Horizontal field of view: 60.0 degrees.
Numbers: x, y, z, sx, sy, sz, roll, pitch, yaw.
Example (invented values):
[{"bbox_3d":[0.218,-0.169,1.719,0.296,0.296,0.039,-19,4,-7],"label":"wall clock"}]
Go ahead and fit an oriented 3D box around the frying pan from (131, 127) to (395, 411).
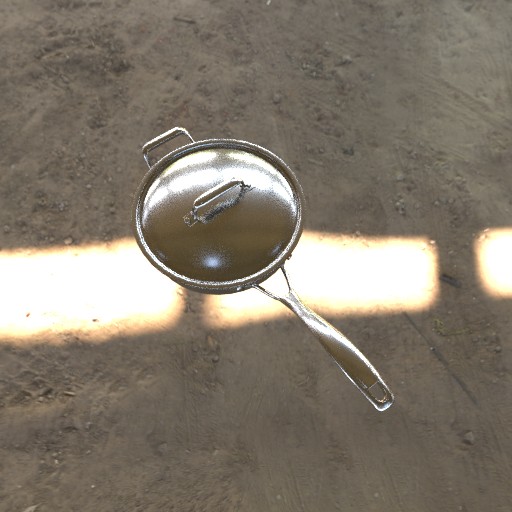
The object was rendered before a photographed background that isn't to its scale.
[{"bbox_3d":[0.000,0.000,0.683,0.280,0.114,0.561,-33,69,-15],"label":"frying pan"}]
